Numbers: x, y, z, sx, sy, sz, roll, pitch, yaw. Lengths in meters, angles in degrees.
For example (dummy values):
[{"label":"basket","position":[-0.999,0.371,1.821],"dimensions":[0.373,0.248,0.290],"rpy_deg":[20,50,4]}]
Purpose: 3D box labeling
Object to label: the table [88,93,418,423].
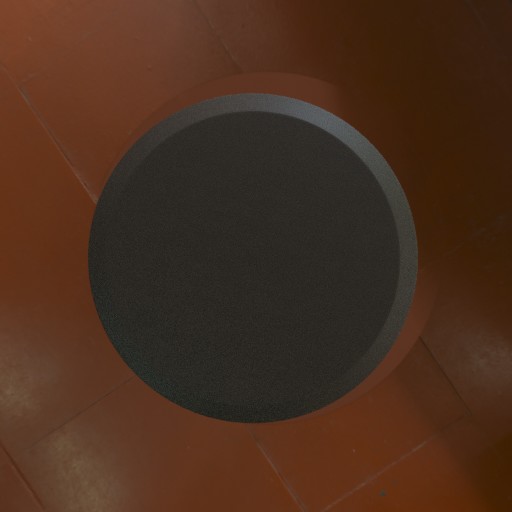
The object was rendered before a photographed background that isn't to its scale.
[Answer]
[{"label":"table","position":[0.000,0.000,0.896],"dimensions":[0.457,0.585,0.457],"rpy_deg":[0,91,1]}]
